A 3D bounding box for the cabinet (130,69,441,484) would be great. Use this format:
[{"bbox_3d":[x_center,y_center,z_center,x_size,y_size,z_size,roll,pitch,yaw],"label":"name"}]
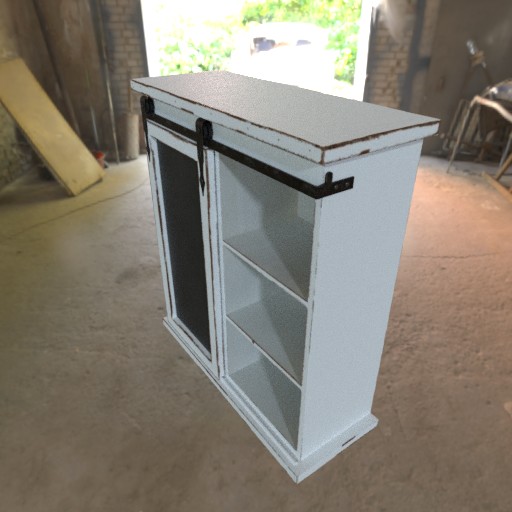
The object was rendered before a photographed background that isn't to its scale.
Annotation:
[{"bbox_3d":[0.000,0.000,0.869,0.210,0.603,0.541,-20,36,-30],"label":"cabinet"}]
